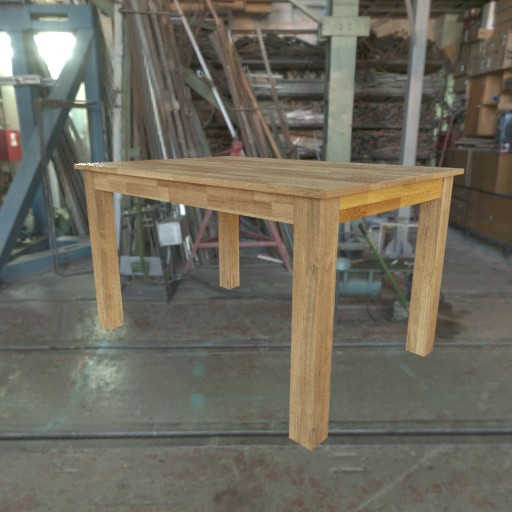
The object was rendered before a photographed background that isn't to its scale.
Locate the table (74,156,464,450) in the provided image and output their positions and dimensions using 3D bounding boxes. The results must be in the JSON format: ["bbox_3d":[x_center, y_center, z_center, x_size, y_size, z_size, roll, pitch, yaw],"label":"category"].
[{"bbox_3d":[0.000,0.000,1.882,1.300,0.750,0.900,14,21,42],"label":"table"}]
